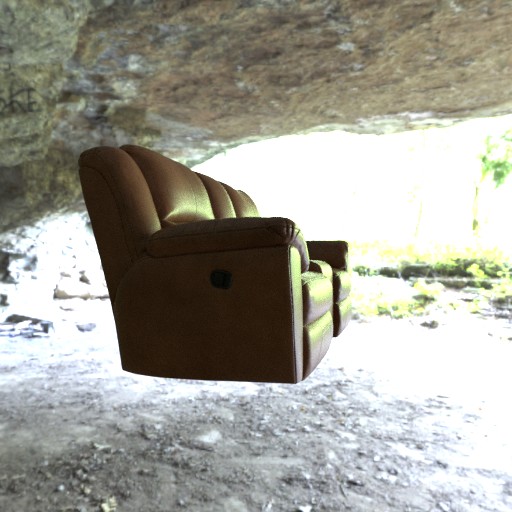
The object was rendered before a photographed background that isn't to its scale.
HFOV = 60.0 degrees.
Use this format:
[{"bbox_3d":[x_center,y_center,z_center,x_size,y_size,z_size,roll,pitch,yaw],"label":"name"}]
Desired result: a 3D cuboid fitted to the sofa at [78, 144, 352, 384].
[{"bbox_3d":[0.000,0.000,2.624,0.991,1.043,2.058,0,-1,18],"label":"sofa"}]
